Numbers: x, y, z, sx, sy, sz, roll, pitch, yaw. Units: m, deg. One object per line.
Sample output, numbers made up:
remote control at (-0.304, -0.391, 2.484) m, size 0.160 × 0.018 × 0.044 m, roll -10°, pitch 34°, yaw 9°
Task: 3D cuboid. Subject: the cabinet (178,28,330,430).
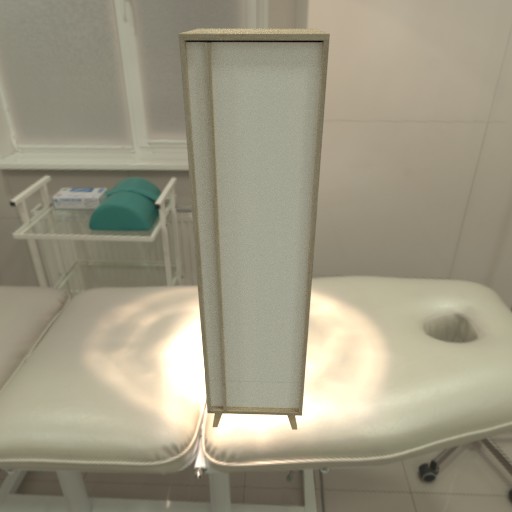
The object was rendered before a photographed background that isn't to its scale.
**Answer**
cabinet at (0.000, 0.000, 2.164) m, size 0.510 × 1.960 × 0.450 m, roll 1°, pitch 29°, yaw 2°
